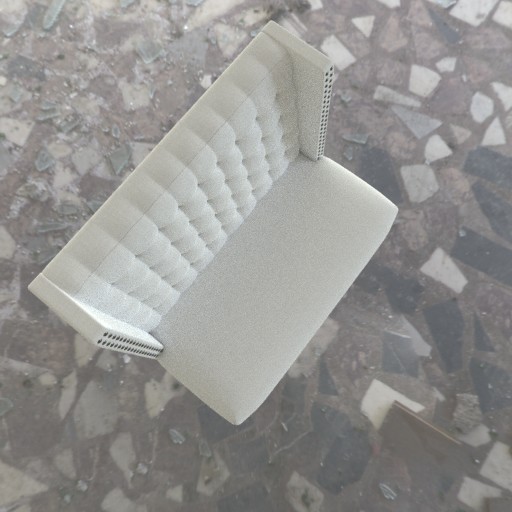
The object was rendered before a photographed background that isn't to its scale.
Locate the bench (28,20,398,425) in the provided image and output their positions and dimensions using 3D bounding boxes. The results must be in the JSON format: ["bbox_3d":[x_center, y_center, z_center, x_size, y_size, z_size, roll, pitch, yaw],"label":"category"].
[{"bbox_3d":[0.000,0.000,1.975,0.847,1.123,1.280,37,80,8],"label":"bench"}]
